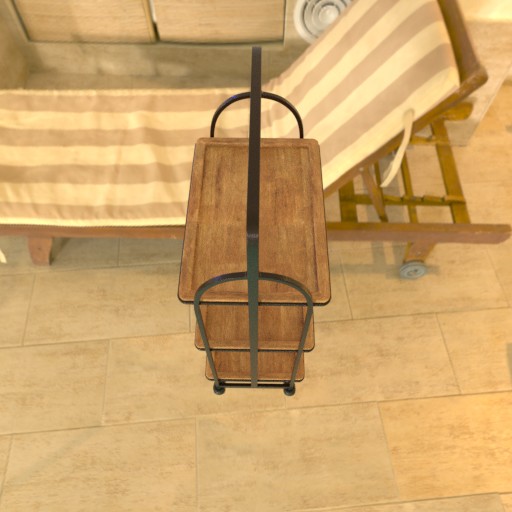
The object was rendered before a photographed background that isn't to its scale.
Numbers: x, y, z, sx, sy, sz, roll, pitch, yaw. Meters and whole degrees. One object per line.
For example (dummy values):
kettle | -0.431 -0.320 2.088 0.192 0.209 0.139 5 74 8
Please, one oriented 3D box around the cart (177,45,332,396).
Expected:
cart | 0.000 0.000 1.235 0.327 1.001 0.553 1 59 0
